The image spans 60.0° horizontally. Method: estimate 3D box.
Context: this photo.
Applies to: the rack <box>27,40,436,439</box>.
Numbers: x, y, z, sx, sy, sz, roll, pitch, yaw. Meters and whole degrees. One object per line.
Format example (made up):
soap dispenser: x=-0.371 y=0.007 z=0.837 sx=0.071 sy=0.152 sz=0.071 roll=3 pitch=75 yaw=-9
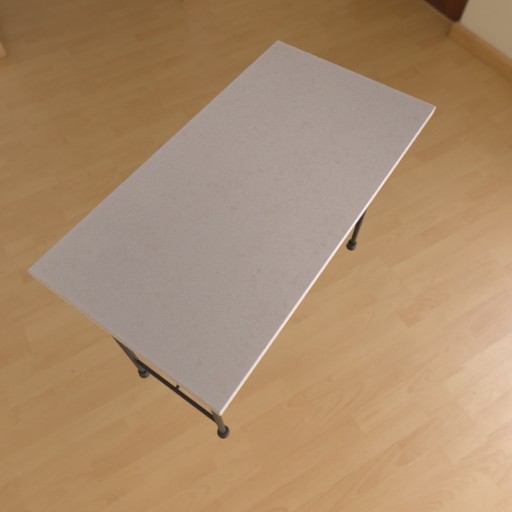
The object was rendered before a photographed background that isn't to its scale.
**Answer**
rack: x=0.000 y=0.000 z=1.655 sx=0.613 sy=0.880 sz=1.159 roll=31 pitch=64 yaw=17
